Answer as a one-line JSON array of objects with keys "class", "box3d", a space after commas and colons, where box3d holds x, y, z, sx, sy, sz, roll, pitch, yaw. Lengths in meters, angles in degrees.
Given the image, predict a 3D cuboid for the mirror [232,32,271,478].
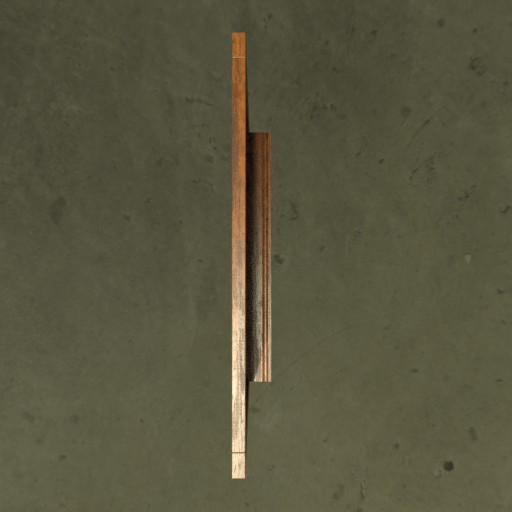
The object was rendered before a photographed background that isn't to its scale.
[{"class": "mirror", "box3d": [0.000, 0.000, 1.021, 0.084, 0.537, 0.758, 0, 89, 0]}]
